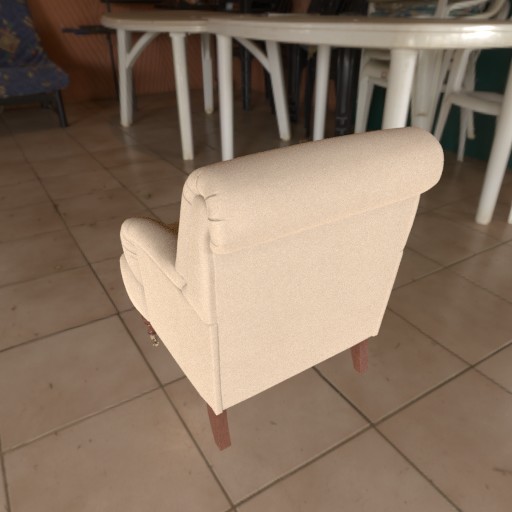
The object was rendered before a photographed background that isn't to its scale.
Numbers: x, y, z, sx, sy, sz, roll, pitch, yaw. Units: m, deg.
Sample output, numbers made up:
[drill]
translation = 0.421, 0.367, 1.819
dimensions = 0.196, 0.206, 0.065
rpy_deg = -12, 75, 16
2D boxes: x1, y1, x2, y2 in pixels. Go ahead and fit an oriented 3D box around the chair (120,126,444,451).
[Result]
[chair]
translation = 0.000, 0.000, 1.541
dimensions = 0.766, 0.942, 0.842
rpy_deg = -18, 34, -28
